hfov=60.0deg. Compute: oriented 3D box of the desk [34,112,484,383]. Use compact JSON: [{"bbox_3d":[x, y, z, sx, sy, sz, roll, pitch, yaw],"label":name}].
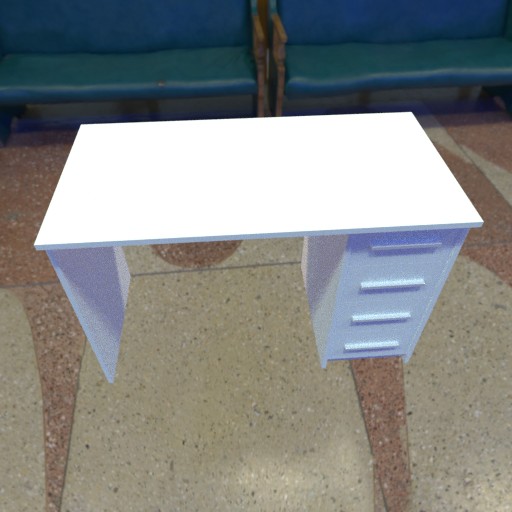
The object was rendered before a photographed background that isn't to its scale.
[{"bbox_3d":[0.000,0.000,1.529,1.096,0.730,0.560,-3,46,-3],"label":"desk"}]
